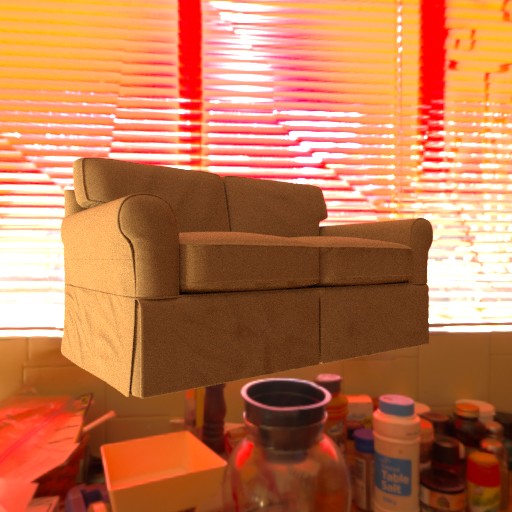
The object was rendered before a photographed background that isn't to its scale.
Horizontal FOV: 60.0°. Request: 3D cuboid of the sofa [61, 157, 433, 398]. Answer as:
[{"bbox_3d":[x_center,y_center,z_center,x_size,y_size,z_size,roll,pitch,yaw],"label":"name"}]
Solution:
[{"bbox_3d":[0.000,0.000,2.264,1.727,0.940,0.991,0,0,-36],"label":"sofa"}]
